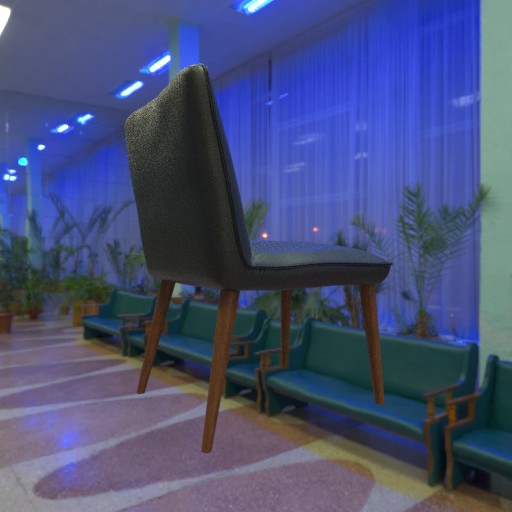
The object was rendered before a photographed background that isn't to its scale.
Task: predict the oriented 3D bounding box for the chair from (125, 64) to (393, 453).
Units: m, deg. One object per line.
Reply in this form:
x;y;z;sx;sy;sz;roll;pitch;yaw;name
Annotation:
0.000;0.000;1.240;0.645;0.801;0.543;-1;1;-37;chair
